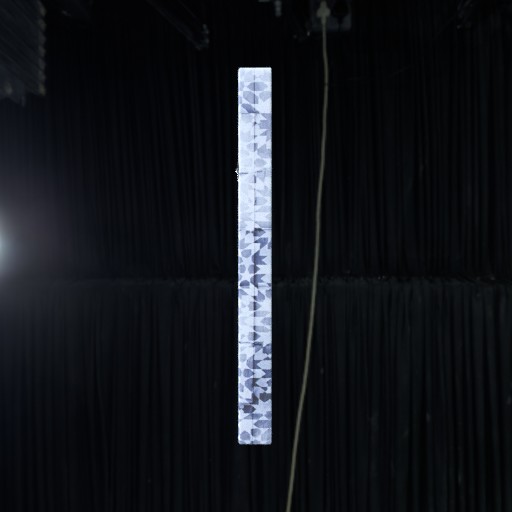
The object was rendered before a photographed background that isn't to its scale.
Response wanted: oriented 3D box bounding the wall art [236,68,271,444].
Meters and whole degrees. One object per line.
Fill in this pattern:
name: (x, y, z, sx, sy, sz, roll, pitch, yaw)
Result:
wall art: (0.000, 0.000, 1.166, 0.057, 0.608, 0.911, 0, 0, 1)
